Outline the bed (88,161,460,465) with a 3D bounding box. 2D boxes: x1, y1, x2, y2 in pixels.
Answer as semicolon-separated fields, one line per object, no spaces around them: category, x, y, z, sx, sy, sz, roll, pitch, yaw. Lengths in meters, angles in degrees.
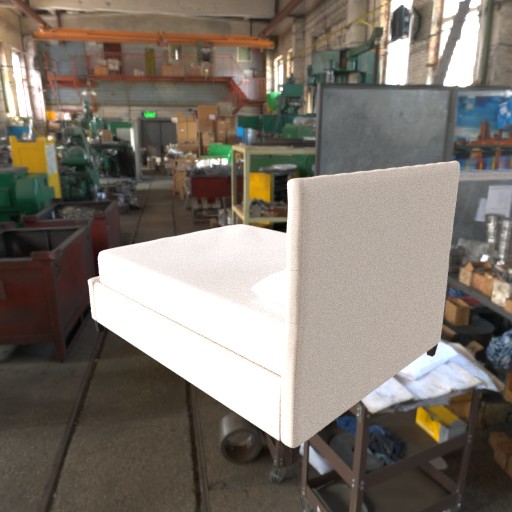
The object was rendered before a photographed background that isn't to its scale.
bed;0.000;0.000;3.335;1.696;1.426;2.233;-15;22;-42
